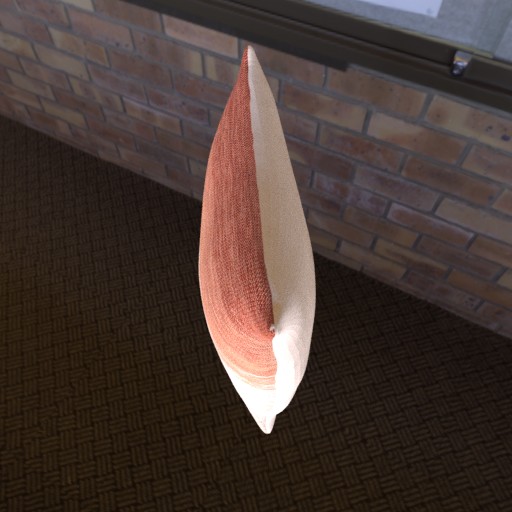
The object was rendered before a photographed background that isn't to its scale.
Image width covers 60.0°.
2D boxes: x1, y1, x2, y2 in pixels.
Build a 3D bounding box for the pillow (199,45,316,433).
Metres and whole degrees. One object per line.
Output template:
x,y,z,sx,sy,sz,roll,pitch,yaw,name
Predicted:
0.000,0.000,0.685,0.182,0.441,0.440,-3,57,-2,pillow
